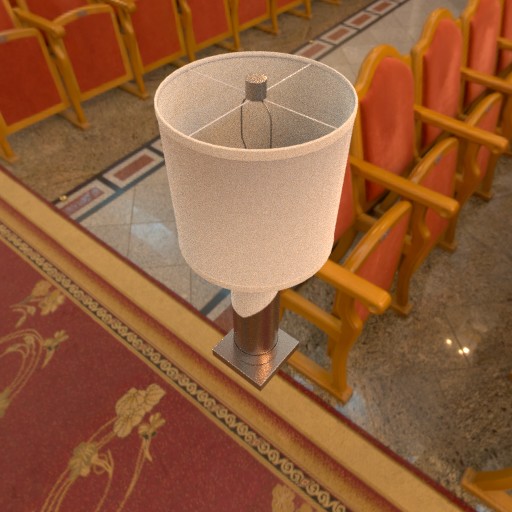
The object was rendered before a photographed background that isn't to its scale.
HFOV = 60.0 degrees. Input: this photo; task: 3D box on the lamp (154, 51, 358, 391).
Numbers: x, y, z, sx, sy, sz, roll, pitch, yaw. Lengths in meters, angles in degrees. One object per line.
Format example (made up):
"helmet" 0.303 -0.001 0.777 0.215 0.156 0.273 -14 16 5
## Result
"lamp" 0.000 0.000 0.618 0.202 0.509 0.202 31 54 26
